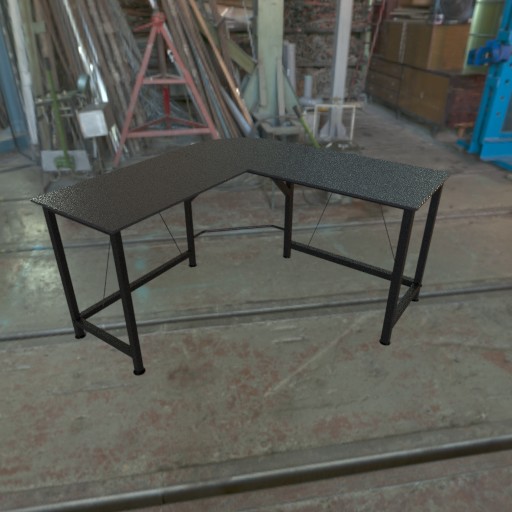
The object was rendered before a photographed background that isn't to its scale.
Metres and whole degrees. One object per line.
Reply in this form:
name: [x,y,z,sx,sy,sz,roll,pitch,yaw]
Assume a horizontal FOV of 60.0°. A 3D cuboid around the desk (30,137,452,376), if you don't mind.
desk: [0.000,0.000,2.250,1.400,0.762,1.400,19,35,30]
